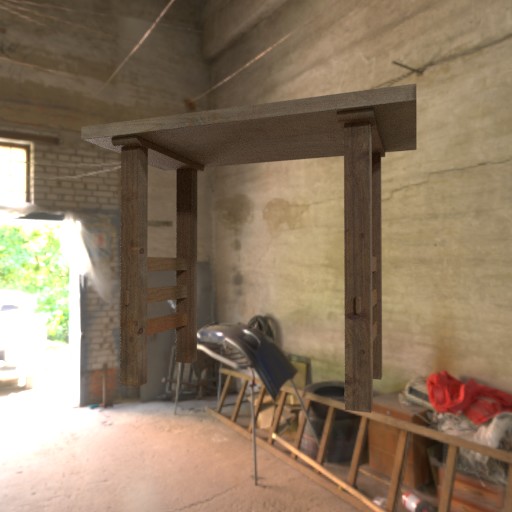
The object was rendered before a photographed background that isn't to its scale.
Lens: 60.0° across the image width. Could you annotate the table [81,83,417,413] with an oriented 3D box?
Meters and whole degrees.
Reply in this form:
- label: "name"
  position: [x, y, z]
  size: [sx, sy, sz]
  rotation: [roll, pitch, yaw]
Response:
- label: "table"
  position: [0.000, 0.000, 1.636]
  size: [1.119, 0.914, 0.556]
  rotation: [0, -1, 20]
